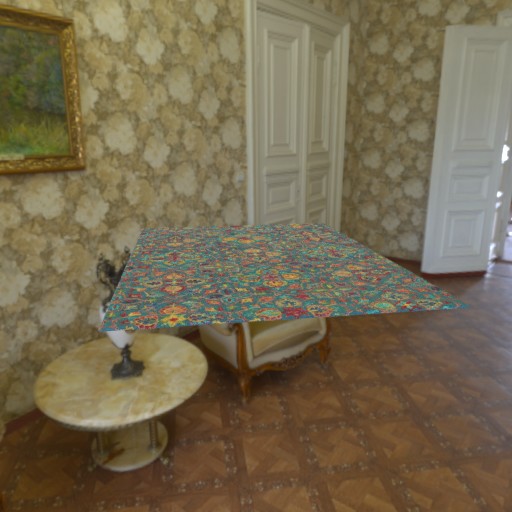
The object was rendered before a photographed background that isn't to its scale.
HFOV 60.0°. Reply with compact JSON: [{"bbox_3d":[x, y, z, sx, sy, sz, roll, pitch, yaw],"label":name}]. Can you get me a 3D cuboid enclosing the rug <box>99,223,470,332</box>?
[{"bbox_3d":[0.000,0.000,4.354,2.434,0.025,3.204,-2,15,-9],"label":"rug"}]
